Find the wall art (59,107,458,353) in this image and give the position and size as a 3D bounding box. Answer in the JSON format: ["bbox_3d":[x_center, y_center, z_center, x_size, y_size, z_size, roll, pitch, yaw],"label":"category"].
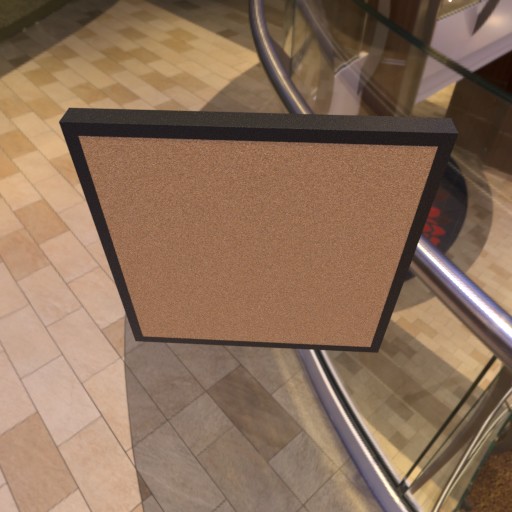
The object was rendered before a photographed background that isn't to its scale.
[{"bbox_3d":[0.000,0.000,0.758,0.508,0.508,0.038,2,46,2],"label":"wall art"}]
